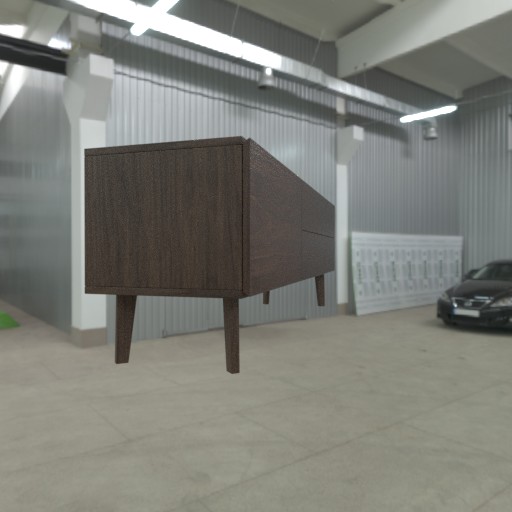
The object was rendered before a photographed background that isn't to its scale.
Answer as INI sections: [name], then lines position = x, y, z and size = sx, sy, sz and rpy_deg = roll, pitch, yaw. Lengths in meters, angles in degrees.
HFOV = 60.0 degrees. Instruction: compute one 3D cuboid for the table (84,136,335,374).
[table]
position = 0.000, 0.000, 1.639
size = 0.405, 0.508, 1.397
rpy_deg = 0, 0, 17
